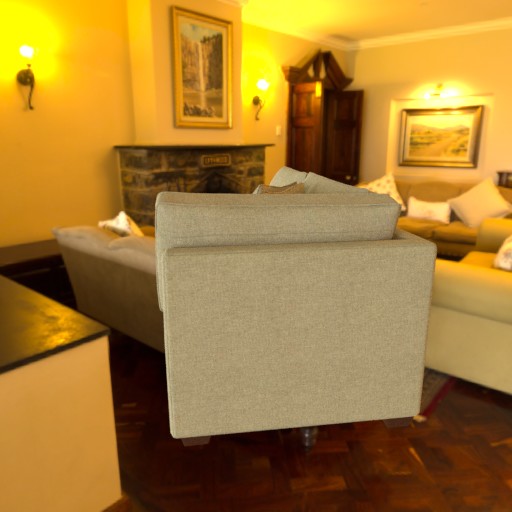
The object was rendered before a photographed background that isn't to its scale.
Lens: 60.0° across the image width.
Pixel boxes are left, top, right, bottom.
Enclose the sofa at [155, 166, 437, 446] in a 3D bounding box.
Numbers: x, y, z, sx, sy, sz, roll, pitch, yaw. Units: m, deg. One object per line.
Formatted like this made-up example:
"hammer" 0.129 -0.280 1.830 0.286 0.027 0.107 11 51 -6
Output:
"sofa" 0.000 0.000 2.772 1.110 1.019 2.238 -2 15 -9
